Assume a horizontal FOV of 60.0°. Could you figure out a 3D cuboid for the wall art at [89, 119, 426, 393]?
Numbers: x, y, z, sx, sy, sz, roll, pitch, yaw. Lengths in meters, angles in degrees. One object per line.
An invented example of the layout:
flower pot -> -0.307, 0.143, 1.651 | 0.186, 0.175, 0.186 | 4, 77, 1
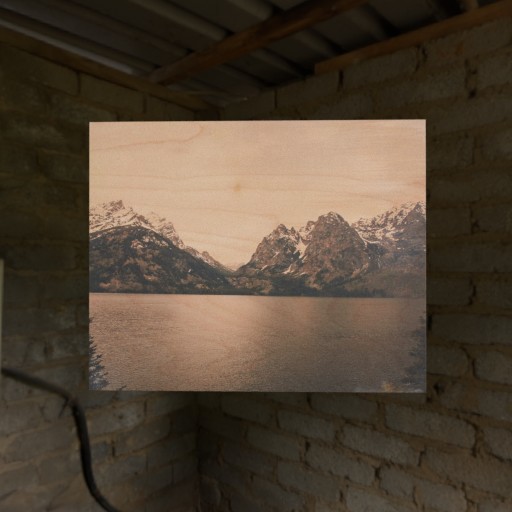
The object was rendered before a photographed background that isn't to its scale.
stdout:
wall art -> 0.000, 0.000, 0.673 | 0.508, 0.408, 0.010 | 0, 0, 1
